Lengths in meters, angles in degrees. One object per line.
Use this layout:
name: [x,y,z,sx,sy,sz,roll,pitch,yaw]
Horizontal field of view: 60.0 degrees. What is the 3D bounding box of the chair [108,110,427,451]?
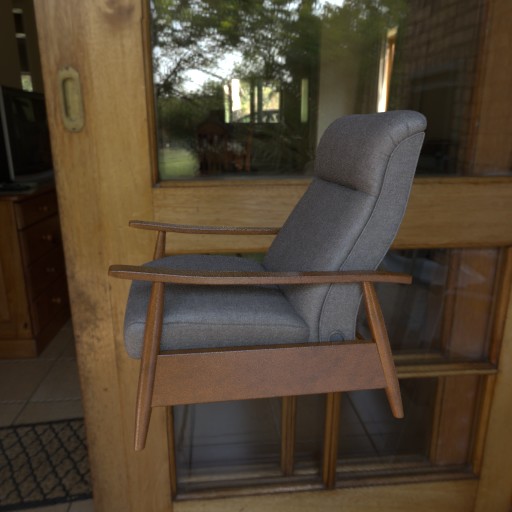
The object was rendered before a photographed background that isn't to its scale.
chair: [0.000,0.000,1.743,1.014,1.081,0.762,-3,16,-10]
